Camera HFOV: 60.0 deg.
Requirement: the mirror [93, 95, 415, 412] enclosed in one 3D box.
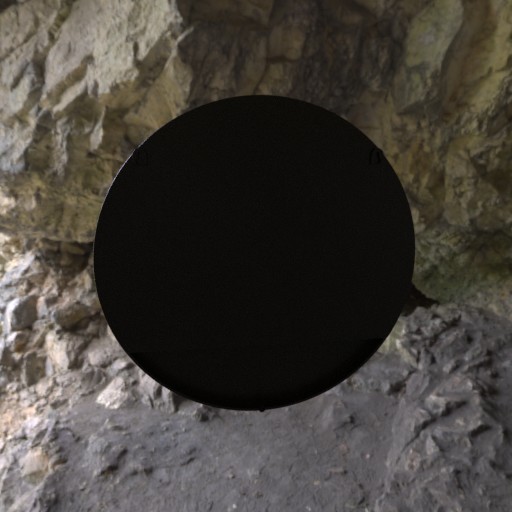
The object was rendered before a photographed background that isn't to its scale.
[{"bbox_3d":[0.000,0.000,0.685,0.457,0.457,0.133,-2,13,-8],"label":"mirror"}]
